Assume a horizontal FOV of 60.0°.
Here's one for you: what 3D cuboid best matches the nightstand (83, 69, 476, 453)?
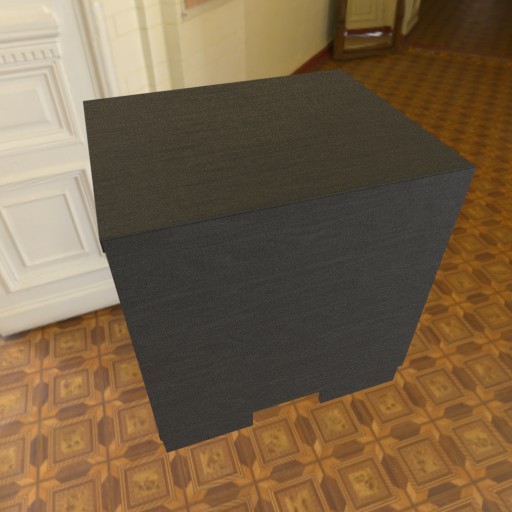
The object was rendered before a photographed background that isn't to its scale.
[{"bbox_3d":[0.000,0.000,0.736,0.427,0.448,0.347,-13,43,-14],"label":"nightstand"}]
